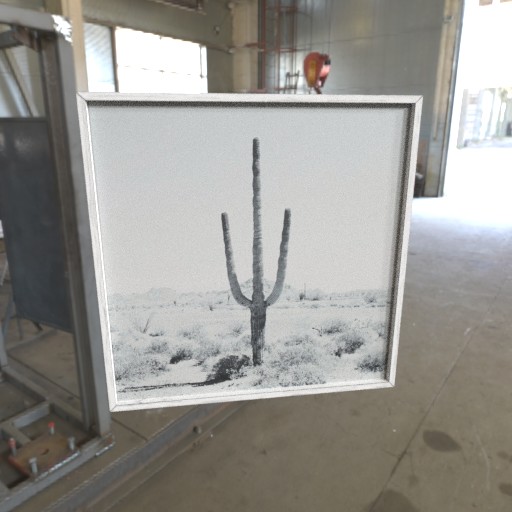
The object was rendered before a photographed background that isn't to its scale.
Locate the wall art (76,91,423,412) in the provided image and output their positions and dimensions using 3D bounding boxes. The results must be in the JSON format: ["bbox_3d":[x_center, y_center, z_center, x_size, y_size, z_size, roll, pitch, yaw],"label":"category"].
[{"bbox_3d":[0.000,0.000,0.446,0.305,0.305,0.038,-2,16,-8],"label":"wall art"}]
